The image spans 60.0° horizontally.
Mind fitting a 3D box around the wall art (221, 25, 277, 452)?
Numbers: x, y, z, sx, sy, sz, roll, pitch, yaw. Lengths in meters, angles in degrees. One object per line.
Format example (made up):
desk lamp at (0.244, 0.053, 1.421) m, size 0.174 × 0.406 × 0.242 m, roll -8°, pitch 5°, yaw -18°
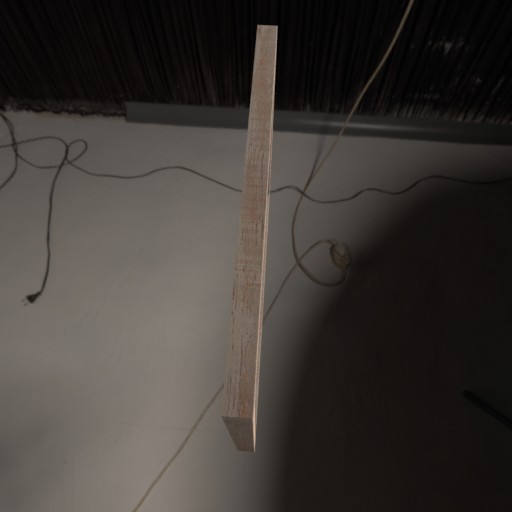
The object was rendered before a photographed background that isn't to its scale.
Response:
wall art at (0.000, 0.000, 1.713) m, size 0.070 × 1.009 × 1.320 m, roll 3°, pitch 62°, yaw 2°
